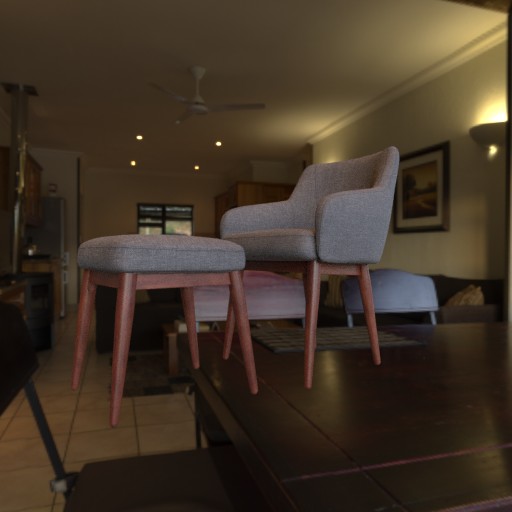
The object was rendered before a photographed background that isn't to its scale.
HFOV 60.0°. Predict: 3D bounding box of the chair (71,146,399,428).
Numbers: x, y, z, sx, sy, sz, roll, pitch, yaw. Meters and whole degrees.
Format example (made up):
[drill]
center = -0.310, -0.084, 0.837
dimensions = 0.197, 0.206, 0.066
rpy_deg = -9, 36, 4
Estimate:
[chair]
center = 0.000, 0.000, 1.501
dimensions = 1.107, 0.799, 0.584
rpy_deg = 0, 0, -36
